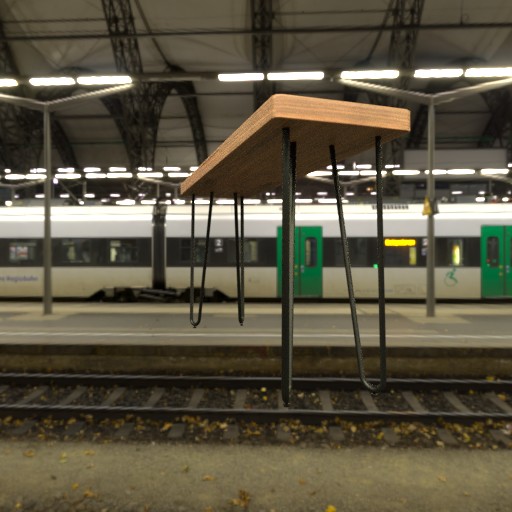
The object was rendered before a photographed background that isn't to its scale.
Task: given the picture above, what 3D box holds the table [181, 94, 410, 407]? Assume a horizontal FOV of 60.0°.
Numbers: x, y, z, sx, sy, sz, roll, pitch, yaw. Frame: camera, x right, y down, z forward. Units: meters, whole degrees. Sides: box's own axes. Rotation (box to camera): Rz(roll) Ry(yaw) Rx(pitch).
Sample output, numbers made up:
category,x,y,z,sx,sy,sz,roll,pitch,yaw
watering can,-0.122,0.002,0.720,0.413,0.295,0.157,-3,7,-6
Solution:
category,x,y,z,sx,sy,sz,roll,pitch,yaw
table,0.000,0.000,1.937,0.425,0.834,1.570,0,0,-18
